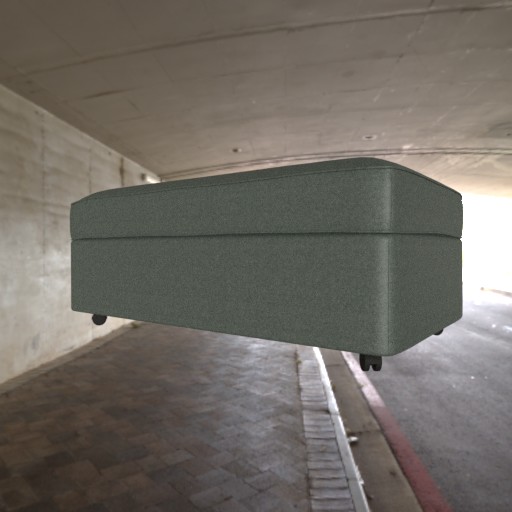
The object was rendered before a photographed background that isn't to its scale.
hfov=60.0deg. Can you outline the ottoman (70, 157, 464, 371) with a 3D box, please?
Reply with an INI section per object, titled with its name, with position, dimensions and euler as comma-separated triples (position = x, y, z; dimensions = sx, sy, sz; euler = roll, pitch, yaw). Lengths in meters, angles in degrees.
[ottoman]
position = 0.000, 0.000, 1.490
dimensions = 1.173, 0.494, 0.681
euler = 1, 1, 36
